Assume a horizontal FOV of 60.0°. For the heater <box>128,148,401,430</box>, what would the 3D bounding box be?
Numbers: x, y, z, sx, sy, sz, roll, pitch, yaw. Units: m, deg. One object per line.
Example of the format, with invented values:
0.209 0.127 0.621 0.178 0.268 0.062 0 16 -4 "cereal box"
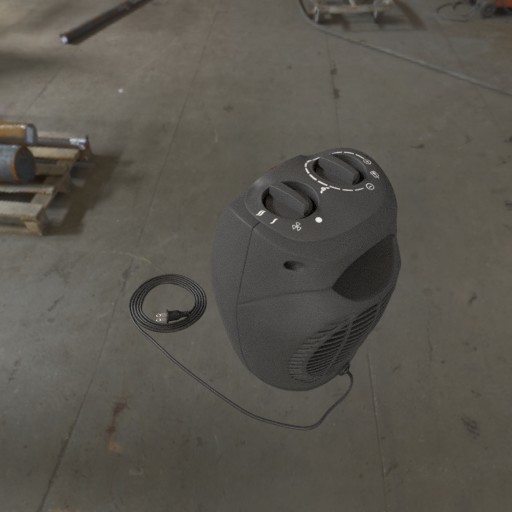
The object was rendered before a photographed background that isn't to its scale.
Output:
0.000 0.000 0.477 0.239 0.240 0.291 -33 55 -27 "heater"
